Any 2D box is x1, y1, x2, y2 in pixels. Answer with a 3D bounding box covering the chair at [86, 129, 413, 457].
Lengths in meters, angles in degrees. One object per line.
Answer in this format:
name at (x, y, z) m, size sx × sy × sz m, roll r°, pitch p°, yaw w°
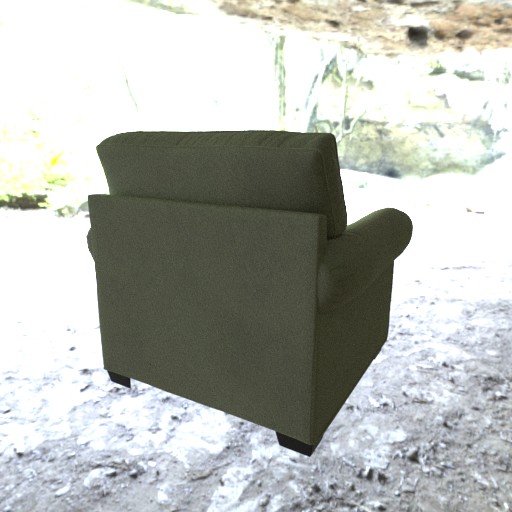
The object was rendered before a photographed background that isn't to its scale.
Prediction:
chair at (0.000, 0.000, 1.921) m, size 1.147 × 1.044 × 0.939 m, roll 9°, pitch 17°, yaw 29°
